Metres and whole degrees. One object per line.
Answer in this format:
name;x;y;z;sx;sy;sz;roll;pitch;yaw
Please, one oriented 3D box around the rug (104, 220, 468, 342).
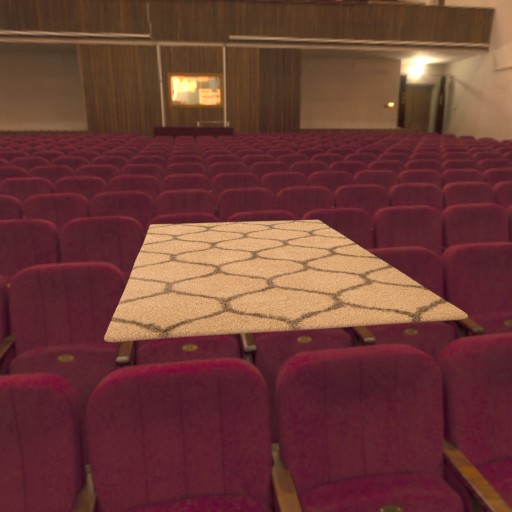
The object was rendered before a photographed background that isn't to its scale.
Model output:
rug;0.000;0.000;3.414;1.801;0.026;2.701;-2;15;-8
